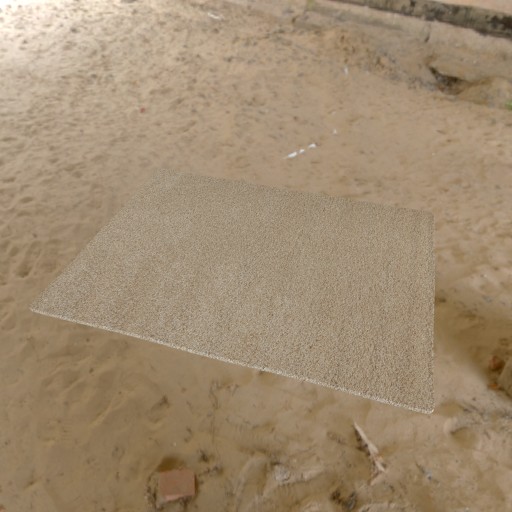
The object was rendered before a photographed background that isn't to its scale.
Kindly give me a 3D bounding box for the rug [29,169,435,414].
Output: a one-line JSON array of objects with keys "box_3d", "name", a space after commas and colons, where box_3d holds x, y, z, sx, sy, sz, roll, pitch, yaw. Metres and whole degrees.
[{"box_3d": [0.000, 0.000, 2.081, 1.600, 0.025, 1.199, 11, 42, 13], "name": "rug"}]
